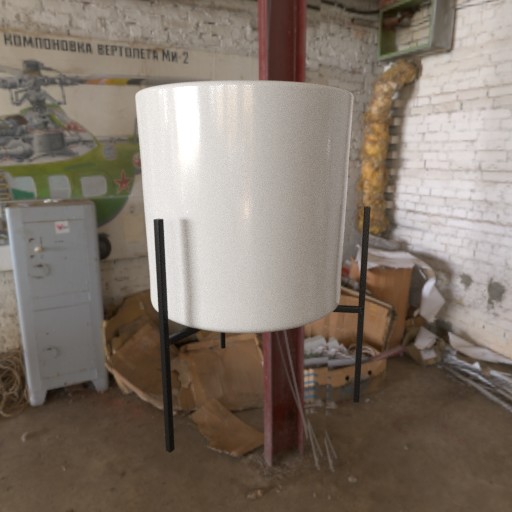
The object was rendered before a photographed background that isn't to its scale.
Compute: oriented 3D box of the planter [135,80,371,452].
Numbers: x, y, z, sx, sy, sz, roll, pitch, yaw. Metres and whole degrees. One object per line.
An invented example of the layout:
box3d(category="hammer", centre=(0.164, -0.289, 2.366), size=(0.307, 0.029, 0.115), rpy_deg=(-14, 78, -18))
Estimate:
box3d(category="planter", centre=(0.000, 0.000, 0.629), size=(0.308, 0.431, 0.307), rpy_deg=(2, 13, 9))
